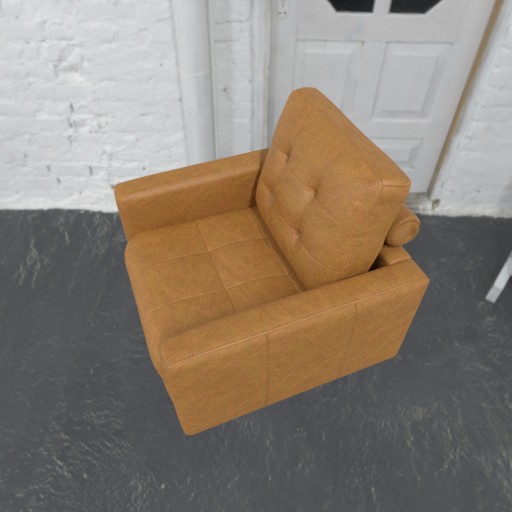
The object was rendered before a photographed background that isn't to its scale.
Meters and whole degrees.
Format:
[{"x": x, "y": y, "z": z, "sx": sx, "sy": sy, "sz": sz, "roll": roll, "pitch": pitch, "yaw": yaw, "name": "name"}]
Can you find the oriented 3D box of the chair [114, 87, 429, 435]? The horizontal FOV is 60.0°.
[{"x": 0.000, "y": 0.000, "z": 1.550, "sx": 0.868, "sy": 0.896, "sz": 0.831, "roll": -16, "pitch": 49, "yaw": -15, "name": "chair"}]
